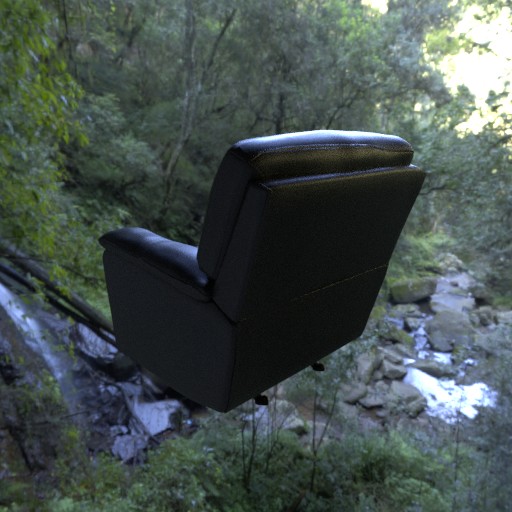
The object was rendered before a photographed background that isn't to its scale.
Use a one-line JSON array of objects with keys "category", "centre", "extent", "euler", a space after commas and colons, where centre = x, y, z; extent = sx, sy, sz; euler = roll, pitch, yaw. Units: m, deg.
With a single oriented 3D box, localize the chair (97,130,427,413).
[{"category": "chair", "centre": [0.000, 0.000, 2.037], "extent": [1.096, 1.109, 1.087], "euler": [-15, 21, -43]}]
